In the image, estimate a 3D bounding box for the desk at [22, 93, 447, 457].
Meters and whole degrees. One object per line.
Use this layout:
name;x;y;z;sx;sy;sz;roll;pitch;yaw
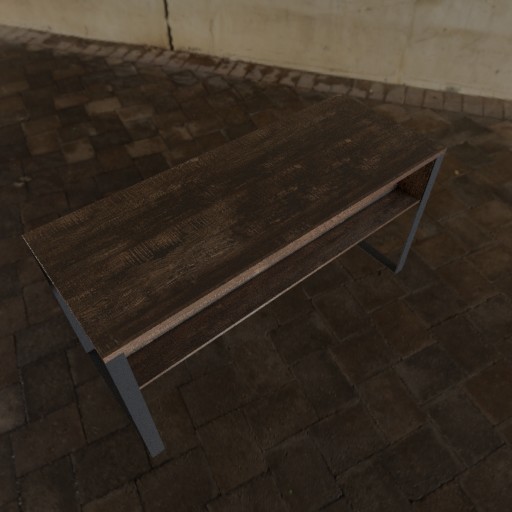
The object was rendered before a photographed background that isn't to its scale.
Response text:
desk;0.000;0.000;1.922;1.524;0.762;0.599;-31;55;-25
